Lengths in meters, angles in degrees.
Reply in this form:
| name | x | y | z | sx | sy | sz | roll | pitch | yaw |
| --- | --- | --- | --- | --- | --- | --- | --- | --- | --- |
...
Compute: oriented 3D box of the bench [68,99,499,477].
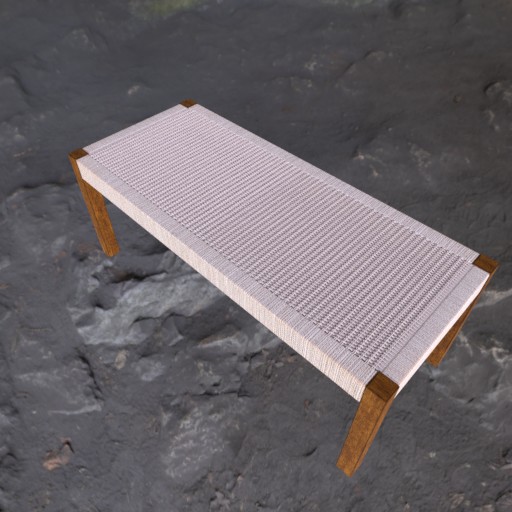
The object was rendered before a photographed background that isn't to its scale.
| name | x | y | z | sx | sy | sz | roll | pitch | yaw |
| --- | --- | --- | --- | --- | --- | --- | --- | --- | --- |
| bench | 0.000 | 0.000 | 1.429 | 1.198 | 0.457 | 0.507 | 36 | 56 | 28 |
